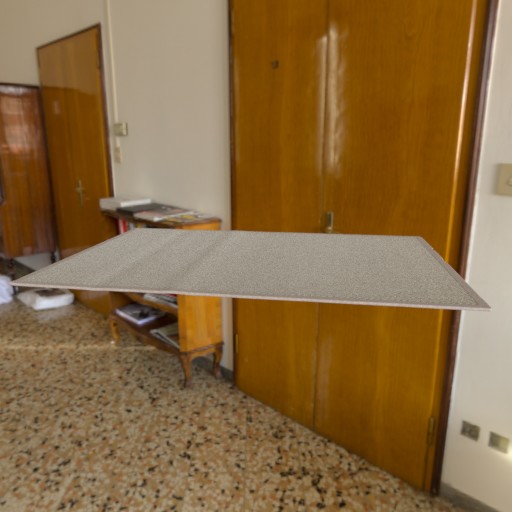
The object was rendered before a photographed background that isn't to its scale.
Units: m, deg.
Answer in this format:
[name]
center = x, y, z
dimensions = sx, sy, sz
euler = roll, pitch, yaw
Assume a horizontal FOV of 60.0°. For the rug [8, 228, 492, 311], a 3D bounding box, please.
[rug]
center = 0.000, 0.000, 2.793
dimensions = 2.290, 0.021, 1.540
euler = 2, 14, 9
